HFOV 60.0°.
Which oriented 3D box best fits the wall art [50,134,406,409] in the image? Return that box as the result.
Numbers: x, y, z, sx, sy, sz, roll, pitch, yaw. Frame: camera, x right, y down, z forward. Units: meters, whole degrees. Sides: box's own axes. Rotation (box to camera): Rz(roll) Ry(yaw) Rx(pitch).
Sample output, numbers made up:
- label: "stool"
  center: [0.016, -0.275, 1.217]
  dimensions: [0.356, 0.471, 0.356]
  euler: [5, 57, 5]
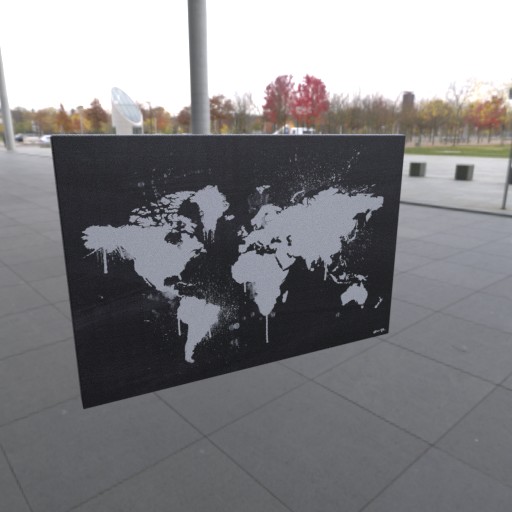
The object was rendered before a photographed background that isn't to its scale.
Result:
- label: "wall art"
  center: [0.000, 0.000, 0.773]
  dimensions: [0.610, 0.409, 0.038]
  euler: [-7, 17, -25]
